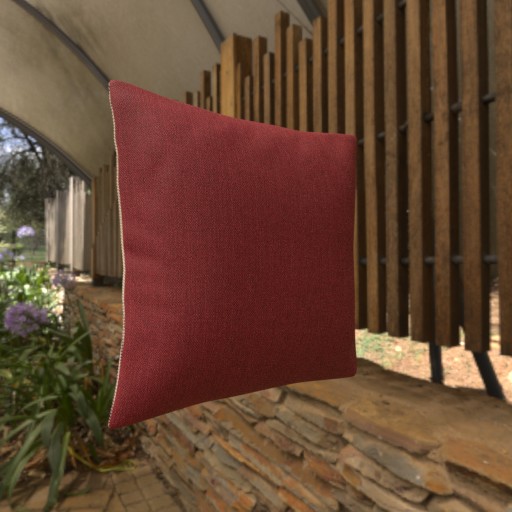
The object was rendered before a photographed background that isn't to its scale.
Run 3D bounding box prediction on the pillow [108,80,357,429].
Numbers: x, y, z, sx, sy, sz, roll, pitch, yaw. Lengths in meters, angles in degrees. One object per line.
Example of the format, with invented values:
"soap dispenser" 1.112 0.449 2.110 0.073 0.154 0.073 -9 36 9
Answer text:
"pillow" 0.000 0.000 0.775 0.513 0.497 0.166 0 -1 -35
